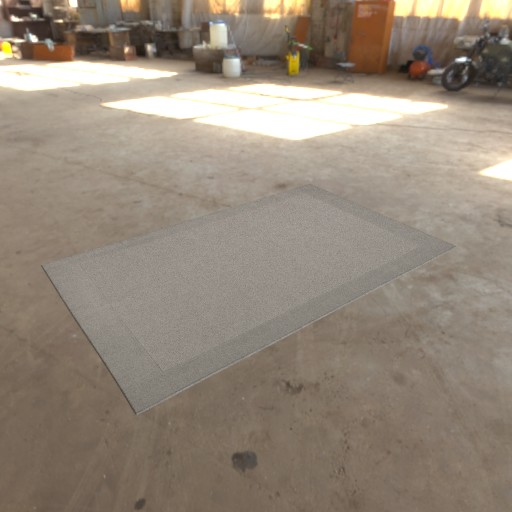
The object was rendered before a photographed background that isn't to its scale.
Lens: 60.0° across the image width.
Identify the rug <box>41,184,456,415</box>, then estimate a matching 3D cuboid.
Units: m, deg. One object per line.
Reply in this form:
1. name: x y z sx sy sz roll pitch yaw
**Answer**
1. rug: 0.000 0.000 3.051 2.438 0.014 1.524 -21 36 -31
